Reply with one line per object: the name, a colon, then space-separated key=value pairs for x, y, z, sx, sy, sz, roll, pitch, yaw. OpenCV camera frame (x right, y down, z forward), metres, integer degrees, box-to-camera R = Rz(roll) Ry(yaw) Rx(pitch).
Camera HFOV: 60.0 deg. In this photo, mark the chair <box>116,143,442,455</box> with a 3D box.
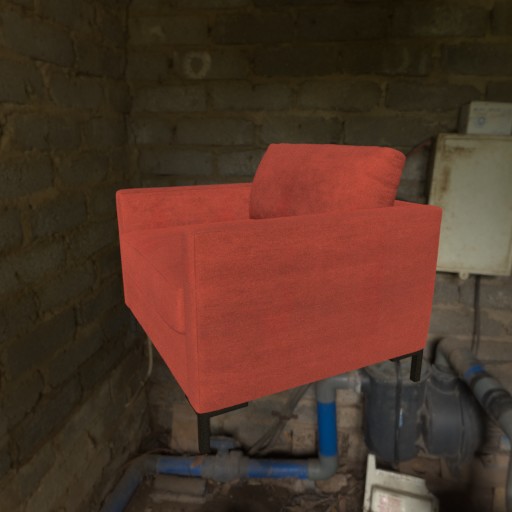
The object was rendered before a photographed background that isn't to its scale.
chair: x=0.000 y=0.000 z=1.667 sx=0.875 sy=0.812 sz=0.964 roll=-8 pitch=17 yaw=-26
